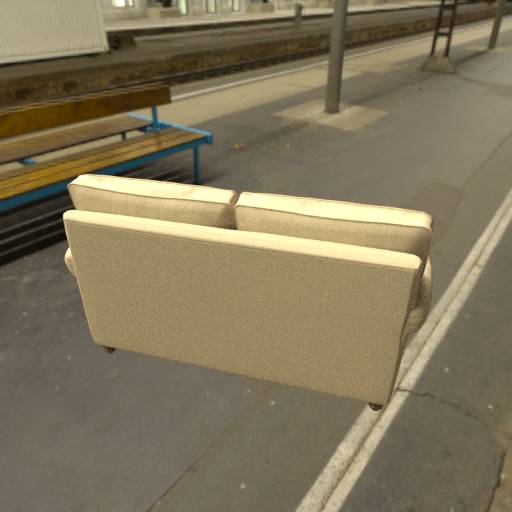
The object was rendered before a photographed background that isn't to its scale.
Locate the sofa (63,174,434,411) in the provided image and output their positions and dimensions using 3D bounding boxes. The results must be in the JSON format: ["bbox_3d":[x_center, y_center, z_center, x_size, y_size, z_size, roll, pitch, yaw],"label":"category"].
[{"bbox_3d":[0.000,0.000,2.274,1.665,0.937,0.964,8,32,13],"label":"sofa"}]
